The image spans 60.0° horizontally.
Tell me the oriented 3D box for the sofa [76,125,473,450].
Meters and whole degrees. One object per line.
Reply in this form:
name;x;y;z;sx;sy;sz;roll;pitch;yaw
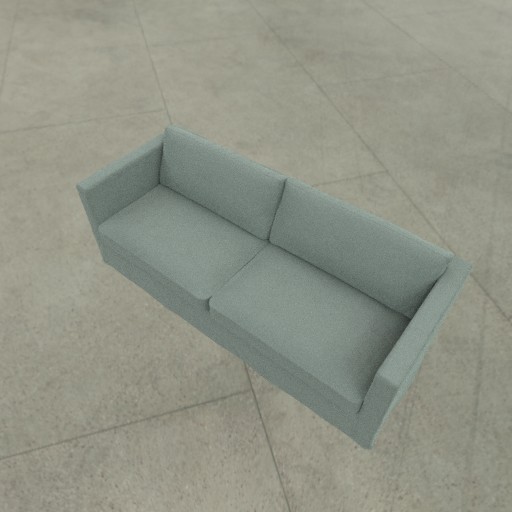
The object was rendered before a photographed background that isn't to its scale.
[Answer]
sofa;0.000;0.000;2.836;2.312;0.853;0.962;30;54;25
